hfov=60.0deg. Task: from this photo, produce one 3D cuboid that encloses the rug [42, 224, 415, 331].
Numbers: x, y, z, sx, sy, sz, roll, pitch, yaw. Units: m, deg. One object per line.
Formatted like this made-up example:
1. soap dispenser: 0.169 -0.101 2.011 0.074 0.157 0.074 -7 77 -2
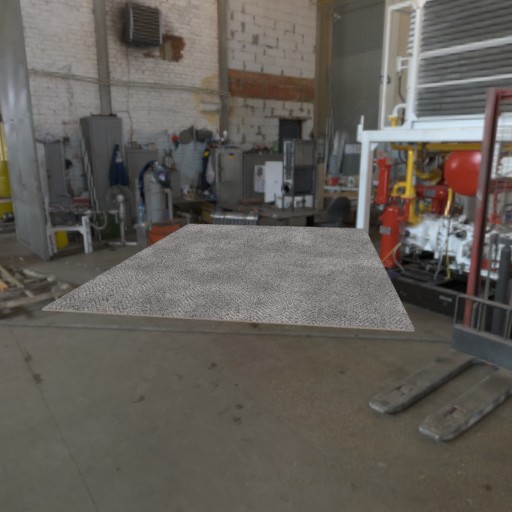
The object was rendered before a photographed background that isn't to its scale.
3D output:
1. rug: 0.000 0.000 2.931 1.600 0.008 2.235 2 14 8
